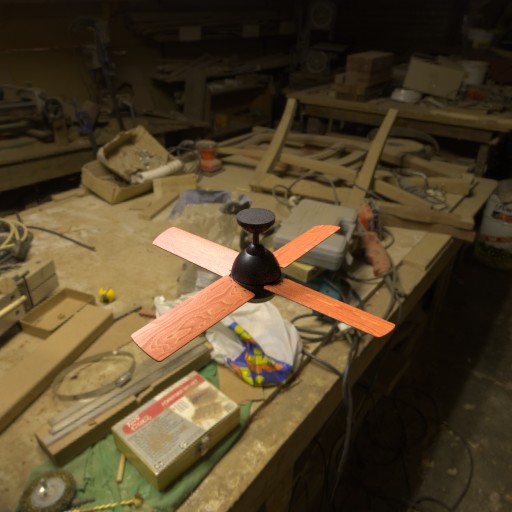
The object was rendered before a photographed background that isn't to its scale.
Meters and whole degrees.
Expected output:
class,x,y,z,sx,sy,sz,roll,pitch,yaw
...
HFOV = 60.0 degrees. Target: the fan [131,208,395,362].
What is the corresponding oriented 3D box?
class,x,y,z,sx,sy,sz,roll,pitch,yaw
fan,0.000,0.000,2.025,1.332,0.403,1.332,22,36,33
